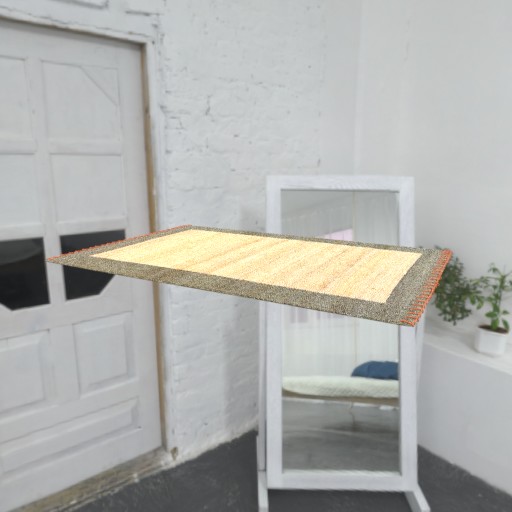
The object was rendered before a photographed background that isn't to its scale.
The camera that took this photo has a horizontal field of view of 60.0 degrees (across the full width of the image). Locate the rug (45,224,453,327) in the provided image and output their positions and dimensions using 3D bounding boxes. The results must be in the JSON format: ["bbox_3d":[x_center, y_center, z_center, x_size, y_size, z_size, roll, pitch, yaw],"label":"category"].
[{"bbox_3d":[0.000,0.000,2.356,1.838,0.019,1.220,7,15,28],"label":"rug"}]
